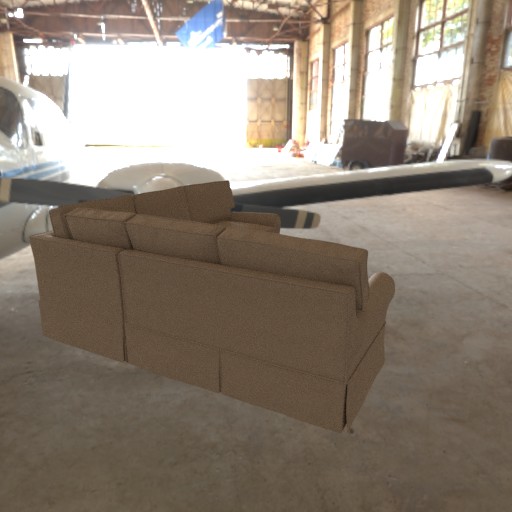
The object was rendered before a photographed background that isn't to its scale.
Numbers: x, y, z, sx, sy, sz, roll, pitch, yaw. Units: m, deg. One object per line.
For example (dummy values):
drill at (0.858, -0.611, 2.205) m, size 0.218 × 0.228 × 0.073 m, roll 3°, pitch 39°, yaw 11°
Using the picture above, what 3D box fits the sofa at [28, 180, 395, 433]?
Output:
sofa at (0.000, 0.000, 4.168) m, size 2.730 × 1.124 × 2.733 m, roll 8°, pitch 18°, yaw 27°
